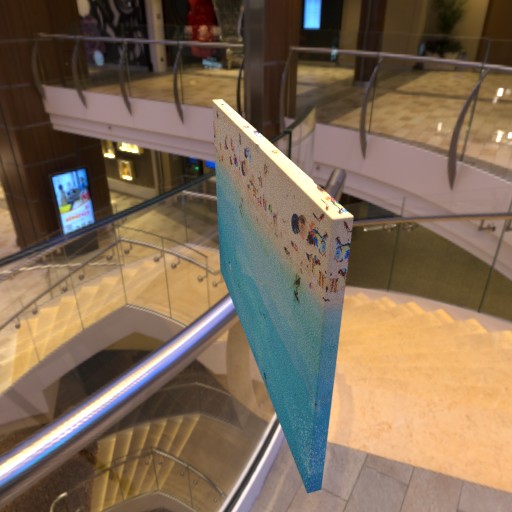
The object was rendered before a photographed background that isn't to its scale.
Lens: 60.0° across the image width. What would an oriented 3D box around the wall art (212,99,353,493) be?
[{"bbox_3d":[0.000,0.000,1.422,0.040,0.769,1.136,-8,30,-13],"label":"wall art"}]
